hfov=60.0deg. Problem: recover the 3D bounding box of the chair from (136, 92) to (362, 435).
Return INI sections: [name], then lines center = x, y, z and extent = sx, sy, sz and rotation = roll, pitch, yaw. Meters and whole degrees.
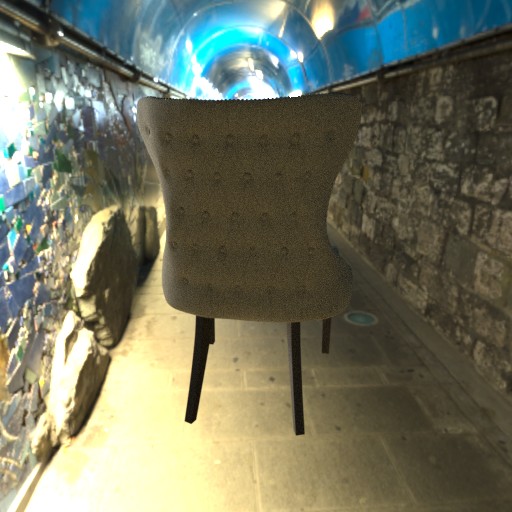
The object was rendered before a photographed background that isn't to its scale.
[chair]
center = 0.000, 0.000, 1.440
extent = 0.628, 0.967, 0.635
rotation = 3, 17, 9
